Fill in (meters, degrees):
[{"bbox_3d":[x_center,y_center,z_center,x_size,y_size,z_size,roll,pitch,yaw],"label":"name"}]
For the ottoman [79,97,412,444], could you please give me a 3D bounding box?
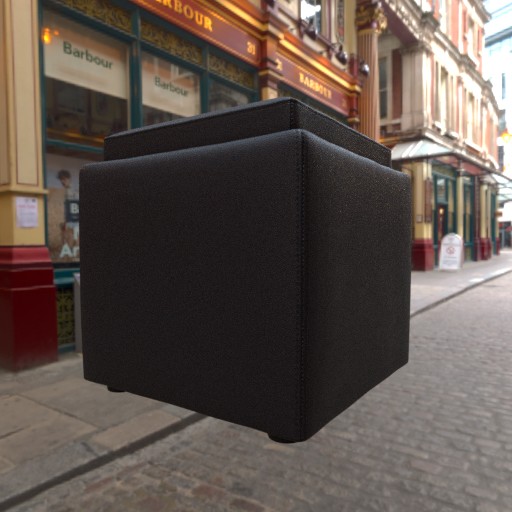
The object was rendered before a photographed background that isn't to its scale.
[{"bbox_3d":[0.000,0.000,0.813,0.450,0.460,0.451,1,2,35],"label":"ottoman"}]
